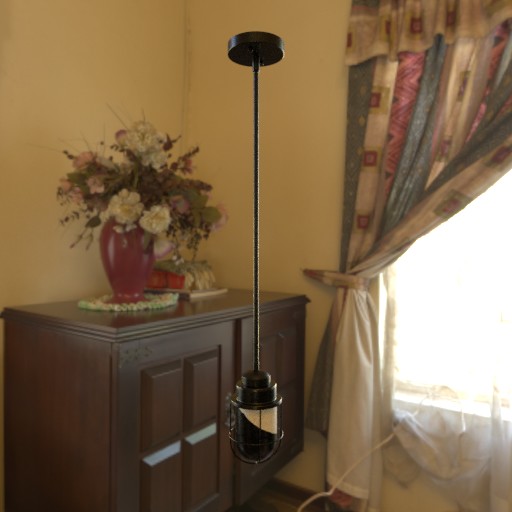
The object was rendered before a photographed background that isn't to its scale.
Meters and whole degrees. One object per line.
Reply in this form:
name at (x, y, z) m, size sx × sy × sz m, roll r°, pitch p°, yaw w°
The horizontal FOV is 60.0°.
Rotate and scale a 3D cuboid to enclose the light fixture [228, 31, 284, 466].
light fixture at (0.000, 0.000, 0.974) m, size 0.123 × 0.920 × 0.123 m, roll 0°, pitch 1°, yaw 19°
